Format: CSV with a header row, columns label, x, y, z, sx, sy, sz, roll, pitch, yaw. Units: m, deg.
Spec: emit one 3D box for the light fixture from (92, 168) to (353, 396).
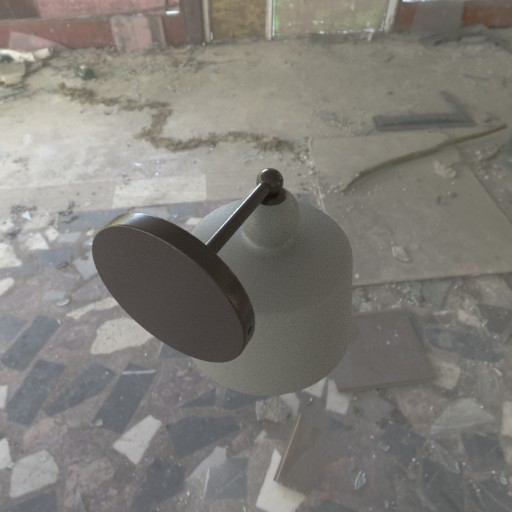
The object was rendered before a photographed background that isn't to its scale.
label,x,y,z,sx,sy,sz,roll,pitch,yaw
light fixture,0.000,0.000,0.428,0.204,0.268,0.254,22,50,20
